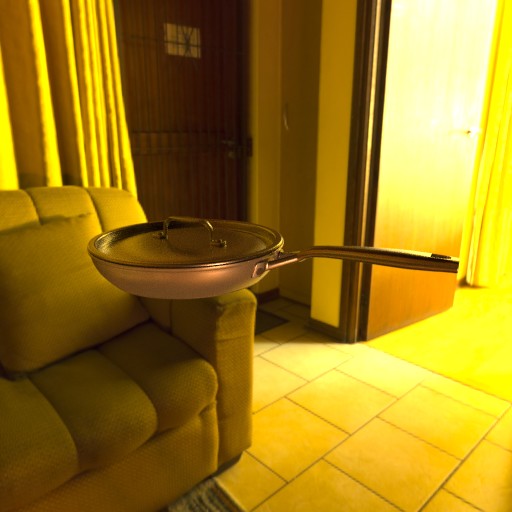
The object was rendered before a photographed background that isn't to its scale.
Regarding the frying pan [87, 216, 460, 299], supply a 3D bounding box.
[{"bbox_3d":[0.000,0.000,0.589,0.490,0.086,0.272,8,18,26],"label":"frying pan"}]
